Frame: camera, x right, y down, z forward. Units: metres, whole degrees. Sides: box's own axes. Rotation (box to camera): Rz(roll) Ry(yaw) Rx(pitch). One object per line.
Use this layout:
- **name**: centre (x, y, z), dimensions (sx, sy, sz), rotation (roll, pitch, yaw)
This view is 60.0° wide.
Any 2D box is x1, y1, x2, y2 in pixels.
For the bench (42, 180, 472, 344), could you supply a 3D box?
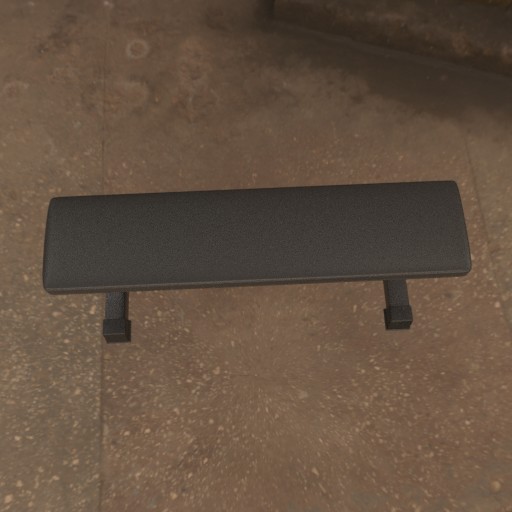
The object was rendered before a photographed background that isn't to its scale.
- **bench**: centre (0.000, 0.000, 1.321), dimensions (1.072, 0.453, 0.439), rotation (-3, 75, -1)
